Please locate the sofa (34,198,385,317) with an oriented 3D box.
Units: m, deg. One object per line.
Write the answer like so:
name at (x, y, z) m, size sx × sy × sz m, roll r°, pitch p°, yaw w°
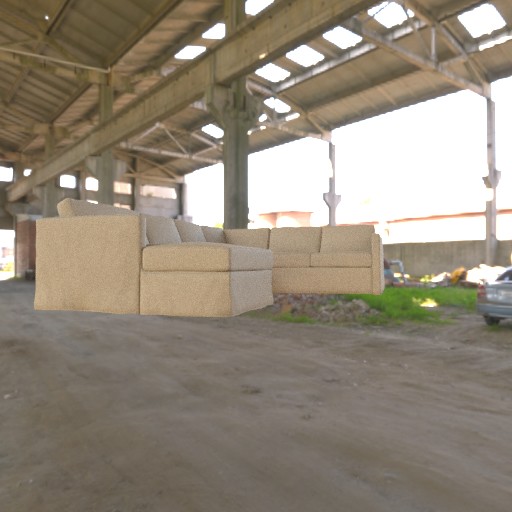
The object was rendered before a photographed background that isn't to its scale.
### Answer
sofa at (0.000, 0.000, 4.650) m, size 2.476 × 0.878 × 3.528 m, roll 0°, pitch -1°, yaw 18°
